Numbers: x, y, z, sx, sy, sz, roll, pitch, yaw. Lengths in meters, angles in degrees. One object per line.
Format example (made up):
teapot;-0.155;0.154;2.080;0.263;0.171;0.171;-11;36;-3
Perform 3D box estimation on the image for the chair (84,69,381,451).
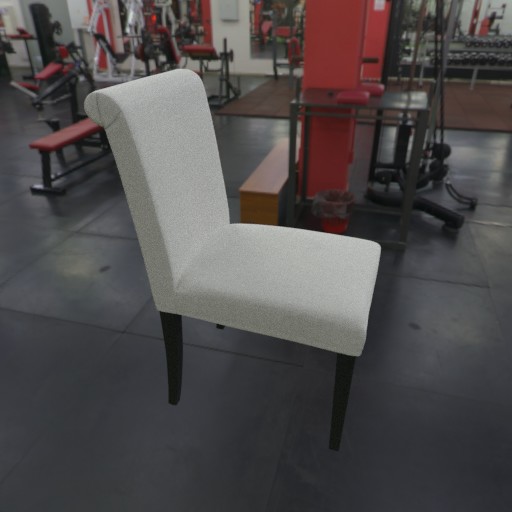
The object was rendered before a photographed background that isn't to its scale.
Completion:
chair;0.000;0.000;1.333;0.708;0.976;0.452;9;31;16
